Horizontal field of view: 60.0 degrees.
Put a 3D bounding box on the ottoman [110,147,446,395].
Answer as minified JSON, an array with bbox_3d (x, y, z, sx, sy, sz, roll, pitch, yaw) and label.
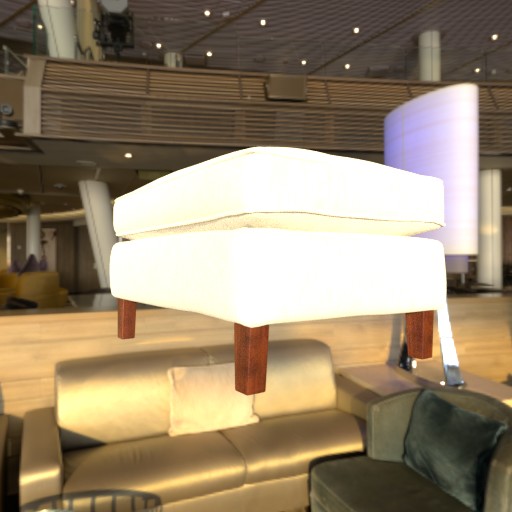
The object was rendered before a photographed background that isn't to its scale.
[{"bbox_3d":[0.000,0.000,0.998,0.501,0.406,0.665,0,-1,-35],"label":"ottoman"}]
